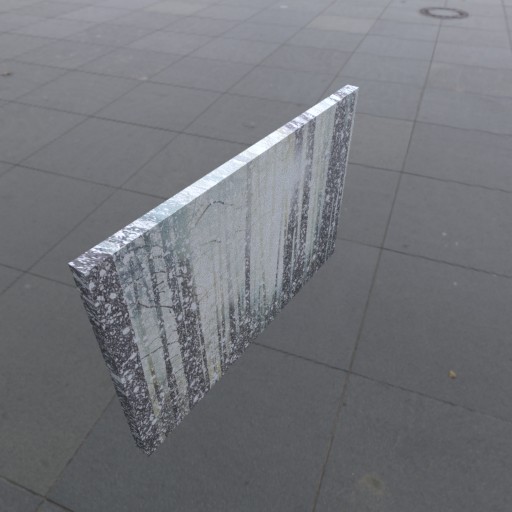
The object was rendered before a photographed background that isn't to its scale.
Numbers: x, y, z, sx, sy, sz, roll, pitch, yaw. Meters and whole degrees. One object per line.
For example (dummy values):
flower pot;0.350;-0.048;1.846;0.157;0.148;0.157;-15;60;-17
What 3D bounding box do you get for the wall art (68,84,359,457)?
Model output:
wall art;0.000;0.000;1.142;0.038;0.598;0.919;25;47;26
